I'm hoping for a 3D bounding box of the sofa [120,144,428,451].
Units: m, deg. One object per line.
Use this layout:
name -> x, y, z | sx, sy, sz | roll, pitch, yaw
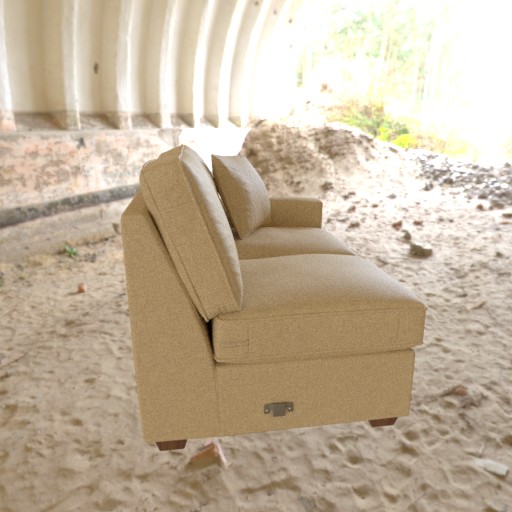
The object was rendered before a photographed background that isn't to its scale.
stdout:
sofa -> 0.000, 0.000, 2.047 | 0.991, 0.989, 1.388 | -2, 17, -8
